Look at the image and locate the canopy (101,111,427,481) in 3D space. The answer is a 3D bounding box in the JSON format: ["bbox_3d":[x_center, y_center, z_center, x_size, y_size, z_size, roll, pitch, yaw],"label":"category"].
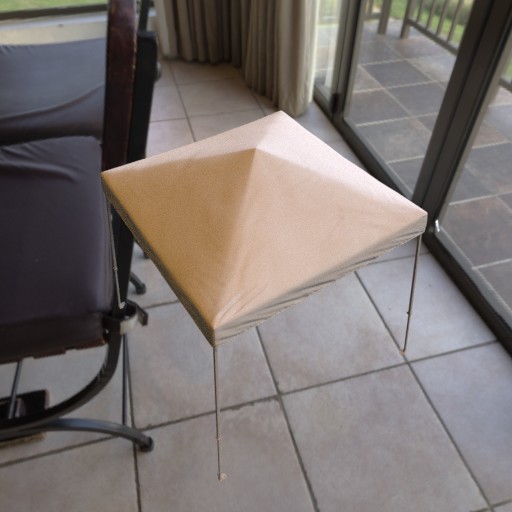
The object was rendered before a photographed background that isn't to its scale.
[{"bbox_3d":[0.000,0.000,5.061,2.849,2.849,2.848,-26,52,-23],"label":"canopy"}]
